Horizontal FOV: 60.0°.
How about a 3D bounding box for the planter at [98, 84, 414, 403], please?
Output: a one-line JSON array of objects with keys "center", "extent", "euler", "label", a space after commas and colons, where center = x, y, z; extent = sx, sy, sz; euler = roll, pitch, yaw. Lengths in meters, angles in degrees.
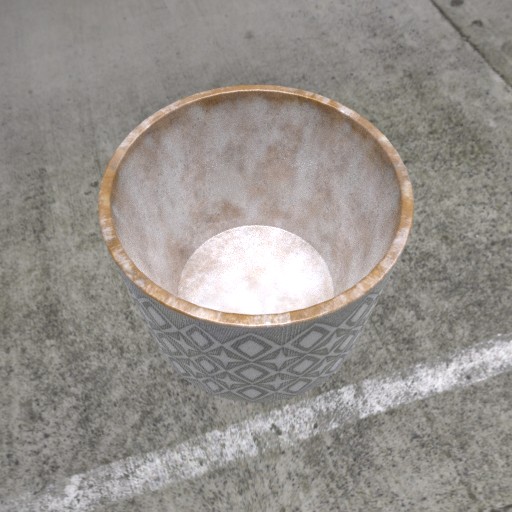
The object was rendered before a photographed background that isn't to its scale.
[{"center": [0.000, 0.000, 0.456], "extent": [0.255, 0.223, 0.255], "euler": [0, 57, 0], "label": "planter"}]
